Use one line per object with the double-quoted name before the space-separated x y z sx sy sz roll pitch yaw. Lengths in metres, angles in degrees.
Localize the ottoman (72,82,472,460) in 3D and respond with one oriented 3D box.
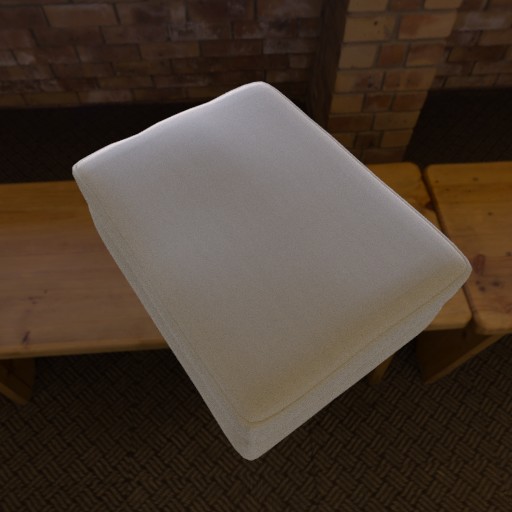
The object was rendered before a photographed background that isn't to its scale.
"ottoman" 0.000 0.000 1.207 0.634 0.496 0.818 -31 63 -18
